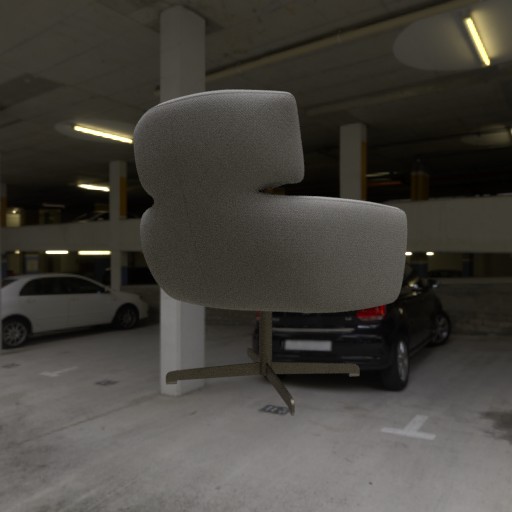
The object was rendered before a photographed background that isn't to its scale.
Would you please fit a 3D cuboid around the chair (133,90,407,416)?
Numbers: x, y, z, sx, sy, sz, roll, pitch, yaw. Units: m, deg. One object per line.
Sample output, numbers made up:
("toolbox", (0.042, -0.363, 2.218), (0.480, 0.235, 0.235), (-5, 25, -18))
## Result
("chair", (0.000, 0.000, 1.397), (0.760, 0.810, 0.730), (1, 1, 35))
